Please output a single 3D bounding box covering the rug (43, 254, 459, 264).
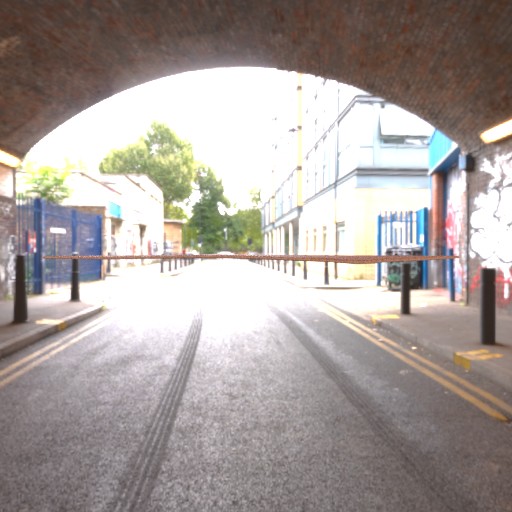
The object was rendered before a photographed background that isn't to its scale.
[{"bbox_3d":[0.000,0.000,4.126,3.052,0.043,2.453,0,1,36],"label":"rug"}]
